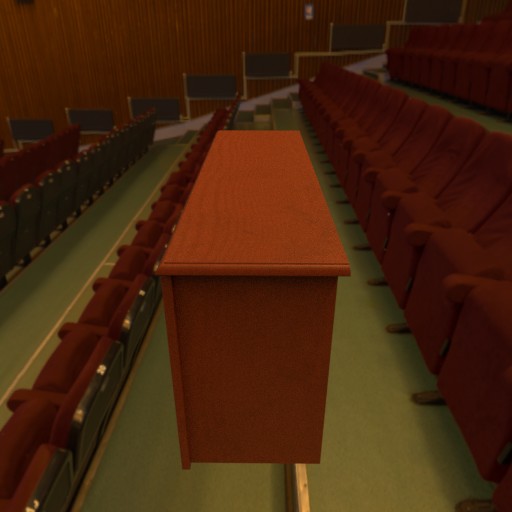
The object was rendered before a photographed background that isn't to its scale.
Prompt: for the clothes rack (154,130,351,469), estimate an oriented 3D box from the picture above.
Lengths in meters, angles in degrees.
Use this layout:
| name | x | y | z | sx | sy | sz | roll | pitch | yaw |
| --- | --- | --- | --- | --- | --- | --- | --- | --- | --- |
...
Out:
| name | x | y | z | sx | sy | sz | roll | pitch | yaw |
| --- | --- | --- | --- | --- | --- | --- | --- | --- | --- |
| clothes rack | 0.000 | 0.000 | 1.503 | 0.362 | 0.594 | 1.251 | 0 | 27 | 1 |
